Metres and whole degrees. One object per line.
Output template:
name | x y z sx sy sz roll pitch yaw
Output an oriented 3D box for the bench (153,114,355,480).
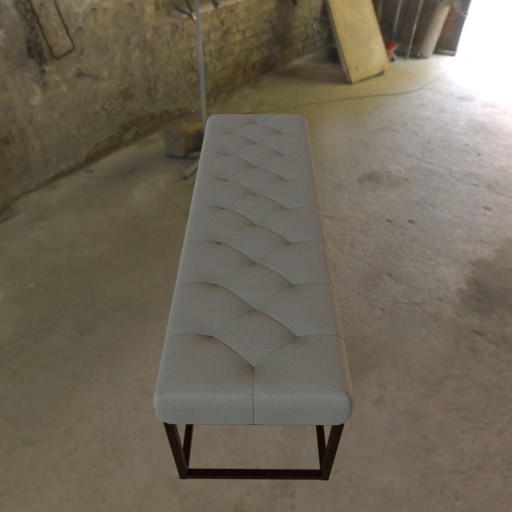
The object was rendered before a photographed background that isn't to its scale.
bench | 0.000 0.000 1.707 0.479 0.488 1.488 0 43 0
